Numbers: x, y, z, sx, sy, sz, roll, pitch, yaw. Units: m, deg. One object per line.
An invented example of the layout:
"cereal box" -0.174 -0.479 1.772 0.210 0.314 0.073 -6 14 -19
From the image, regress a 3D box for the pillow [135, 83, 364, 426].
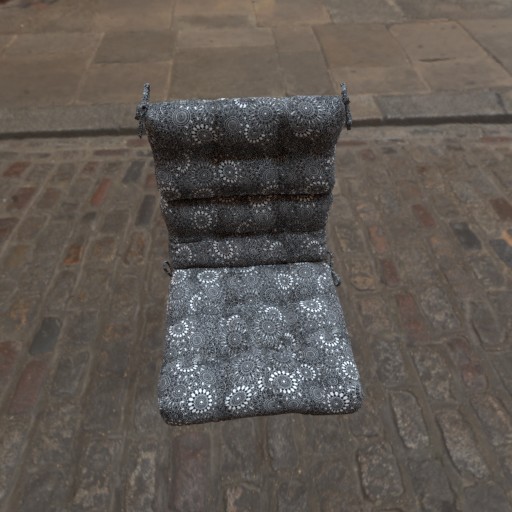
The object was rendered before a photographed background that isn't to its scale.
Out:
"pillow" 0.000 0.000 1.040 0.519 0.605 0.571 -3 46 -3
